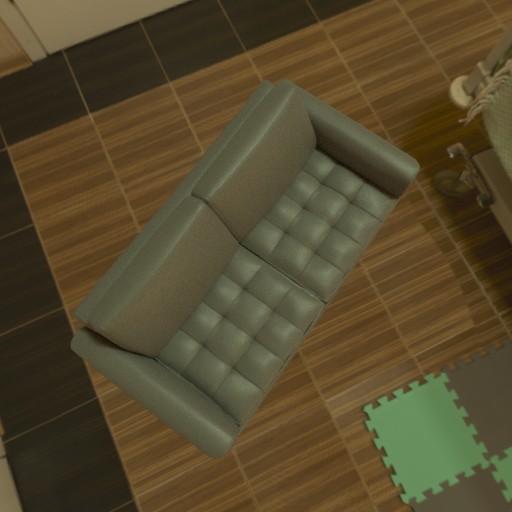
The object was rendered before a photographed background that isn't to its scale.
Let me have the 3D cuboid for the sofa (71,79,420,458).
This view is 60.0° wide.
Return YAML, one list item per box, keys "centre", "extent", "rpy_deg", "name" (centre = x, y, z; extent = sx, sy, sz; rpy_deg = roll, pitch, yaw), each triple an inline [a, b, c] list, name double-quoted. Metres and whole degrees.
- centre: [0.000, 0.000, 2.767]
  extent: [1.121, 0.930, 2.177]
  rpy_deg: [35, 78, 8]
  name: "sofa"
